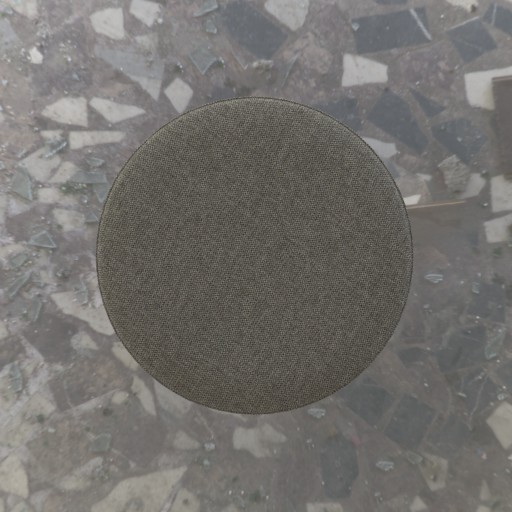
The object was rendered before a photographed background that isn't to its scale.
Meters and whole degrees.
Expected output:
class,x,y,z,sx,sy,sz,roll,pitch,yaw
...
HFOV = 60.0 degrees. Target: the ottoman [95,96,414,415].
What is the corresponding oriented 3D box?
class,x,y,z,sx,sy,sz,roll,pitch,yaw
ottoman,0.000,0.000,0.900,0.520,0.430,0.520,0,90,1
